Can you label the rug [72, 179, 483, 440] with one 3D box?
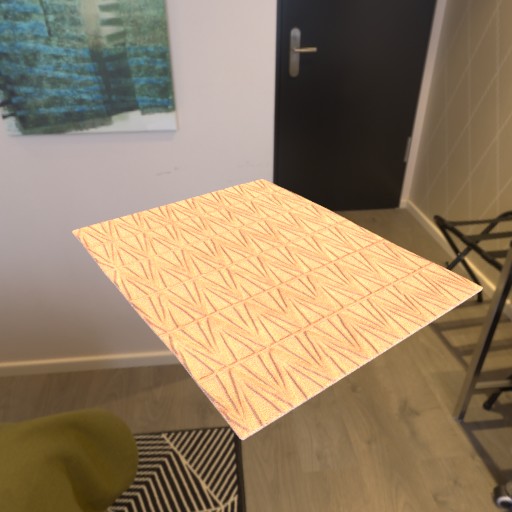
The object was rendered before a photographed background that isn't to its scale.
[{"bbox_3d":[0.000,0.000,4.088,2.453,0.043,3.052,-21,37,-31],"label":"rug"}]
